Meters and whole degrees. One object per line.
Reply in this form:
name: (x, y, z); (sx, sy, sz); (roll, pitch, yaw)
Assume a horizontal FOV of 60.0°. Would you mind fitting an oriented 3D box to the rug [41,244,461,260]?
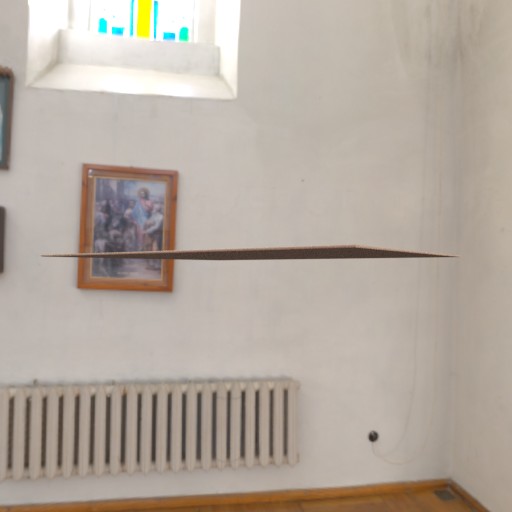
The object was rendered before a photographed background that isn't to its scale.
rug: (0.000, 0.000, 4.113); (3.039, 0.018, 2.462); (-1, -2, 36)
